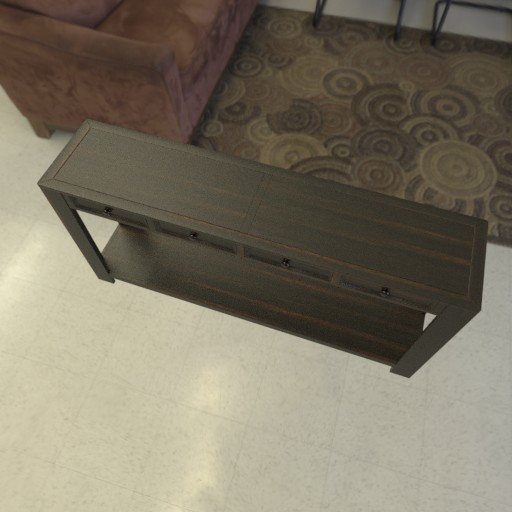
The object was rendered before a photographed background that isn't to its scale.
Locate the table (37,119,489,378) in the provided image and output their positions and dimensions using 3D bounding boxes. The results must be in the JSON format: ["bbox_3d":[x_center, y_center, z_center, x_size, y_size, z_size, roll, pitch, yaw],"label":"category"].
[{"bbox_3d":[0.000,0.000,1.954,1.631,0.762,0.384,16,60,10],"label":"table"}]
